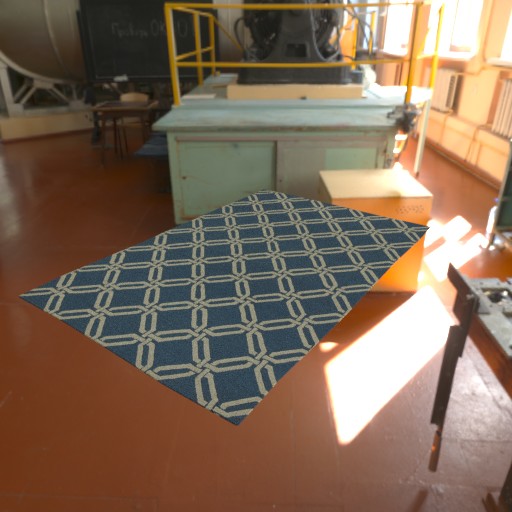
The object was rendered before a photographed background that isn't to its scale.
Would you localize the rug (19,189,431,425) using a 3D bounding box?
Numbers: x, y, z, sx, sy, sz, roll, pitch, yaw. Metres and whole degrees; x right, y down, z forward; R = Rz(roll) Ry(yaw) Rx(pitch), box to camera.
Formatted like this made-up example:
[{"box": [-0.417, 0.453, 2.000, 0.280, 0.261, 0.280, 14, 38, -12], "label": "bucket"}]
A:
[{"box": [0.000, 0.000, 2.142, 1.153, 0.010, 1.755, 18, 32, 32], "label": "rug"}]
